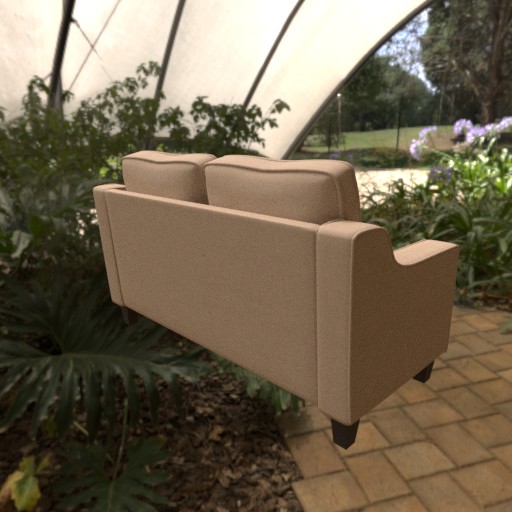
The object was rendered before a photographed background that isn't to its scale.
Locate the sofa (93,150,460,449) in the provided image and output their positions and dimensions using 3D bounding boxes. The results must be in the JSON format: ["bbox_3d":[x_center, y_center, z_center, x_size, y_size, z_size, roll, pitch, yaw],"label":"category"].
[{"bbox_3d":[0.000,0.000,3.432,1.351,1.562,2.587,-15,21,-43],"label":"sofa"}]
